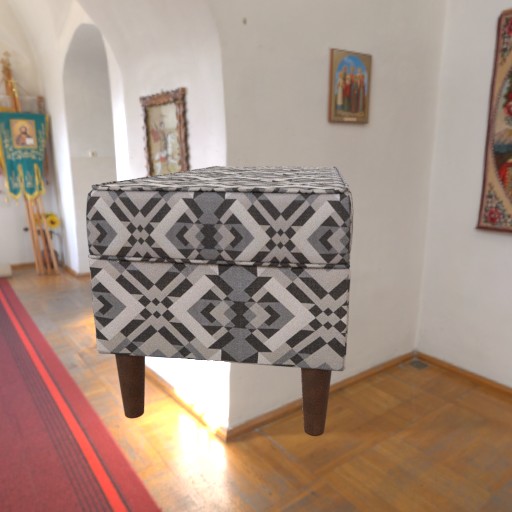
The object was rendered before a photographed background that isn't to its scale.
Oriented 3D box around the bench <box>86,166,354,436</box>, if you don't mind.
[{"bbox_3d":[0.000,0.000,1.287,0.492,0.477,1.016,2,14,9],"label":"bench"}]
